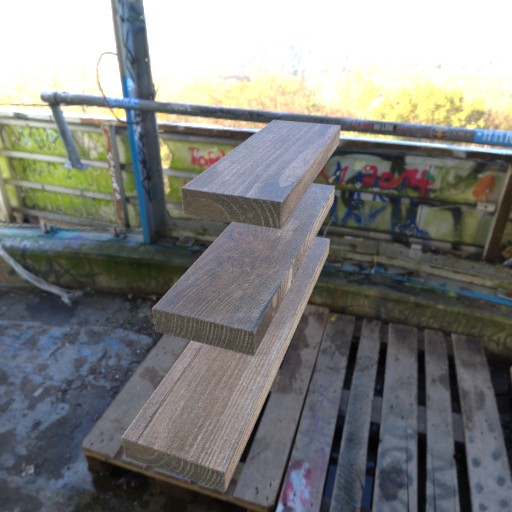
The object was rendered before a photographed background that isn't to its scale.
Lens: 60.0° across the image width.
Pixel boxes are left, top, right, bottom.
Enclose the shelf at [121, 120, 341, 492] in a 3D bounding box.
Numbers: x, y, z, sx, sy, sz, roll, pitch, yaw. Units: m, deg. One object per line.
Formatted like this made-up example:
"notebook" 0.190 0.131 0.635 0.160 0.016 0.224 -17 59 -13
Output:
"shelf" 0.000 0.000 0.724 0.140 0.293 0.610 10 32 17
